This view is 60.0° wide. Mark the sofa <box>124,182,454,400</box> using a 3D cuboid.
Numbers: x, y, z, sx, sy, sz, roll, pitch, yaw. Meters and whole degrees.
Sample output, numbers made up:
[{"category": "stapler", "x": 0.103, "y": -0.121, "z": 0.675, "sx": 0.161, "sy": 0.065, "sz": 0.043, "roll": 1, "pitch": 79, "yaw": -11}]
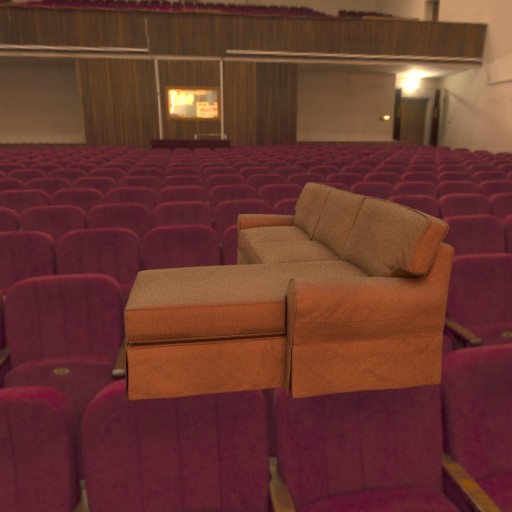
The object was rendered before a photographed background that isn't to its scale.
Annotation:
[{"category": "sofa", "x": 0.000, "y": 0.000, "z": 3.381, "sx": 1.733, "sy": 0.978, "sz": 2.475, "roll": -2, "pitch": 14, "yaw": -9}]
